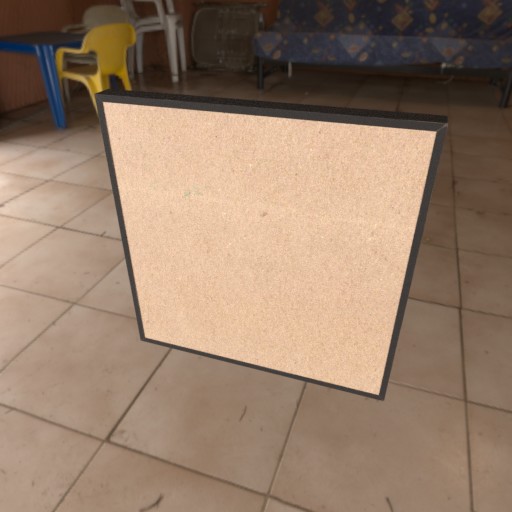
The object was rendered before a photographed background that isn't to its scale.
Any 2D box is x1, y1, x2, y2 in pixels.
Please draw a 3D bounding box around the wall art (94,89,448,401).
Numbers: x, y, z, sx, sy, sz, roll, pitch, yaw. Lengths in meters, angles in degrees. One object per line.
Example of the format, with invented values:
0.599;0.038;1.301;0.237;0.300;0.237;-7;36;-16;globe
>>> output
0.000;0.000;0.761;0.508;0.508;0.038;10;34;15;wall art
